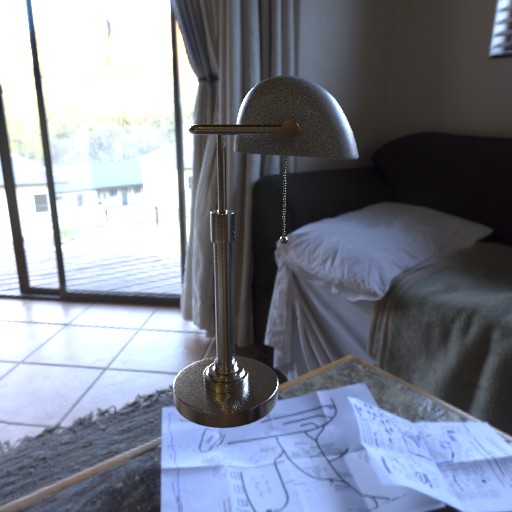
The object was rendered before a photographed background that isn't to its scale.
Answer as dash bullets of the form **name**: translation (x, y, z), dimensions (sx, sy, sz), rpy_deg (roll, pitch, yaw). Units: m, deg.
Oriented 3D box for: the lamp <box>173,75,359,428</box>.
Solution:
- **lamp**: translation (0.000, 0.000, 0.555), dimensions (0.227, 0.404, 0.269), rpy_deg (2, 16, 8)
